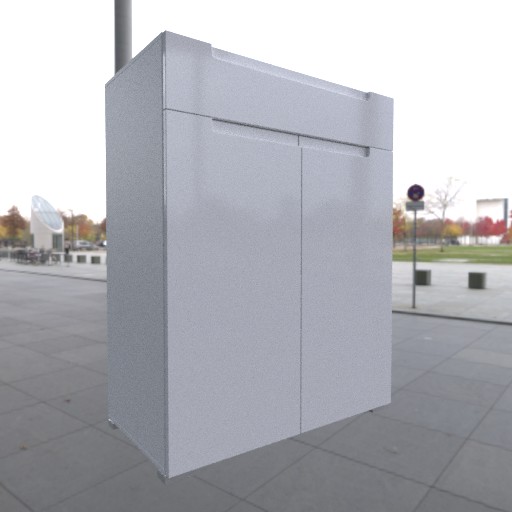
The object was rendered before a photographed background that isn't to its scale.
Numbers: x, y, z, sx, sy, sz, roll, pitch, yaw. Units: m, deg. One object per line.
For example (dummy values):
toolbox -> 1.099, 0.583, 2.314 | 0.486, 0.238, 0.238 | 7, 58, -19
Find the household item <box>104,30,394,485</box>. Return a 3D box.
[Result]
household item -> 0.000, 0.000, 1.375 | 0.790, 1.010, 0.420 | -1, 2, -36
